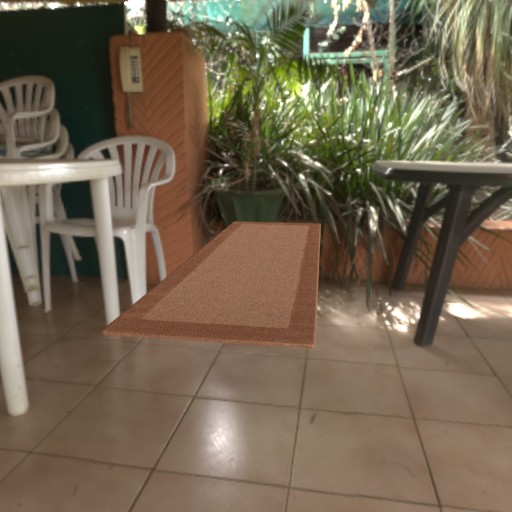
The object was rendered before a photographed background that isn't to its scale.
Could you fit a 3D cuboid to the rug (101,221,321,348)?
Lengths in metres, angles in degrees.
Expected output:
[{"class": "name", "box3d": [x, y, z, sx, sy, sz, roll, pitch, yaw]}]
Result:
[{"class": "rug", "box3d": [0.000, 0.000, 2.695, 0.764, 0.017, 2.439, 2, 14, 8]}]
